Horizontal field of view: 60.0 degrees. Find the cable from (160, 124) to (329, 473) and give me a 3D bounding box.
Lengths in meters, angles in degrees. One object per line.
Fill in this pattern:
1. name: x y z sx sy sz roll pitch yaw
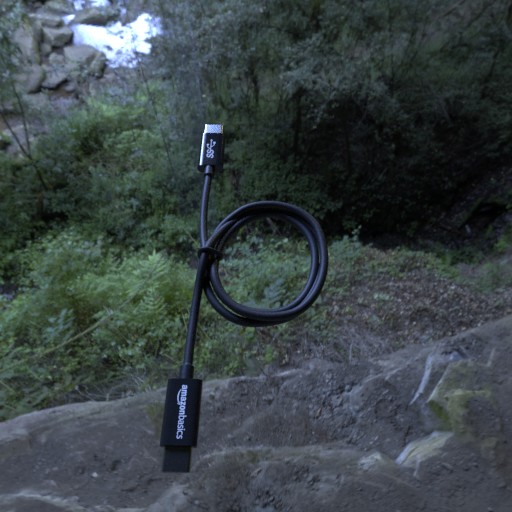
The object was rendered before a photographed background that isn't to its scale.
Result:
1. cable: 0.000 0.000 0.210 0.070 0.014 0.186 1 57 1
